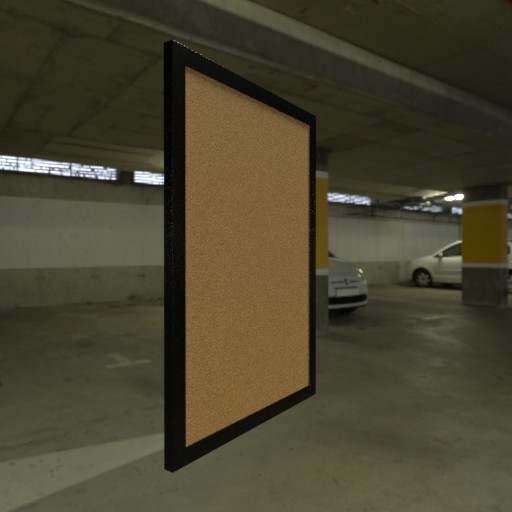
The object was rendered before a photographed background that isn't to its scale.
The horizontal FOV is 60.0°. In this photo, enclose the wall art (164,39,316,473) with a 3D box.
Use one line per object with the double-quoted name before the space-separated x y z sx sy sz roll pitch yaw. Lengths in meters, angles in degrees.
"wall art" 0.000 0.000 0.568 0.013 0.432 0.304 0 0 35
